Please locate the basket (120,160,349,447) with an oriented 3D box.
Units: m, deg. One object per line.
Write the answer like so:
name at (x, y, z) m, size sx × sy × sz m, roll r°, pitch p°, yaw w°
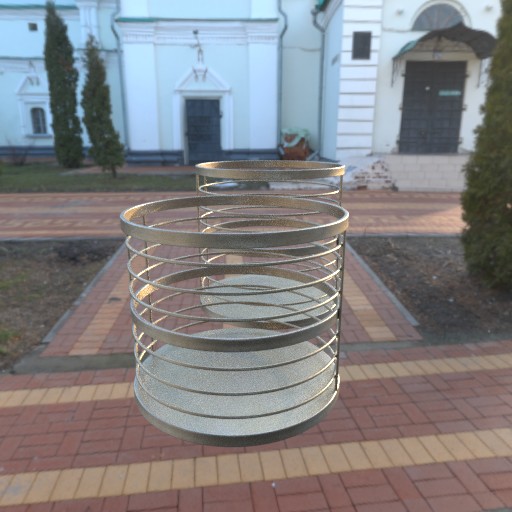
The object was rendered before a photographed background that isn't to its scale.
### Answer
basket at (0.000, 0.000, 0.928) m, size 0.356 × 0.351 × 0.746 m, roll 3°, pitch 16°, yaw 9°
